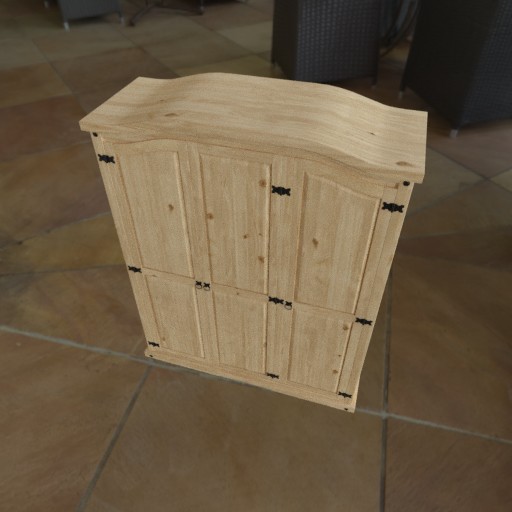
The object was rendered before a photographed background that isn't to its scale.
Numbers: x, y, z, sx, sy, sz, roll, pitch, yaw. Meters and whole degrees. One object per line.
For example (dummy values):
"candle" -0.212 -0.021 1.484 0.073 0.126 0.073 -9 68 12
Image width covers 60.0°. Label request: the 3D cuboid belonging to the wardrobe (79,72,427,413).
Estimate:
"wardrobe" 0.000 0.000 2.611 1.500 1.870 0.570 12 44 13
